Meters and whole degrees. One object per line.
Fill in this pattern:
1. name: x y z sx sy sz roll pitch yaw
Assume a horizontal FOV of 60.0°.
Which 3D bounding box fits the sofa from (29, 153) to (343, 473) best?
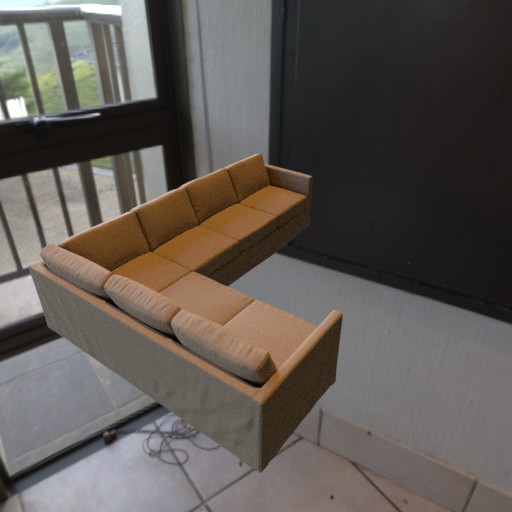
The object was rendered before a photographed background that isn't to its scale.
1. sofa: 0.000 0.000 4.307 2.432 0.871 3.182 21 37 30
